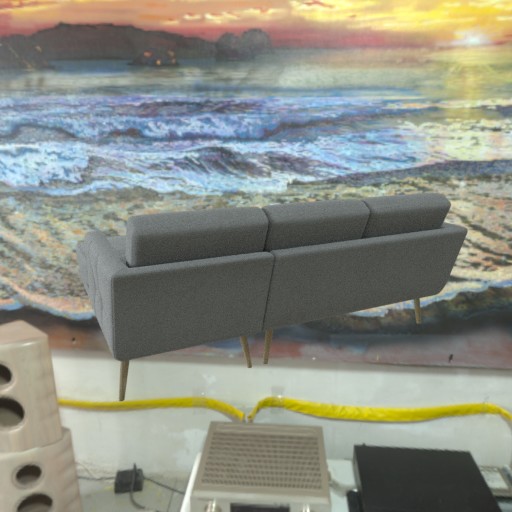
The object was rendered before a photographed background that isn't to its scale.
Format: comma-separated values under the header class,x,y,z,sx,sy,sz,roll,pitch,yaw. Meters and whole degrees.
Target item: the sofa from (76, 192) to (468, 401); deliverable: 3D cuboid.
class,x,y,z,sx,sy,sz,roll,pitch,yaw
sofa,0.000,0.000,2.826,2.040,0.860,1.530,-7,17,-25
